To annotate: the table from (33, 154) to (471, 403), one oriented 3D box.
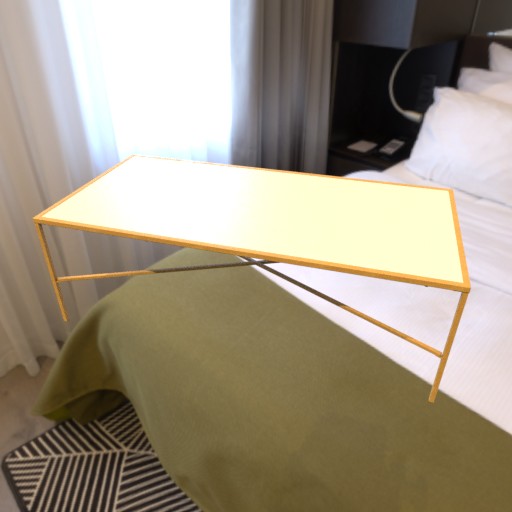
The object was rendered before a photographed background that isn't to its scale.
[{"bbox_3d":[0.000,0.000,1.506,1.206,0.398,0.580,9,33,14],"label":"table"}]
